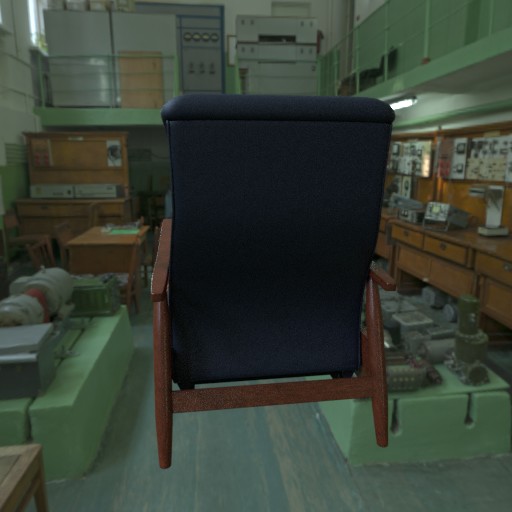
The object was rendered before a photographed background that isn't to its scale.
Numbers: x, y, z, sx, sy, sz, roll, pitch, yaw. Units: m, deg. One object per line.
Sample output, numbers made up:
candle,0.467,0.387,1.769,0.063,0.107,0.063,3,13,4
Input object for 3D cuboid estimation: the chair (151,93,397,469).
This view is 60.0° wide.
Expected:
chair,0.000,0.000,1.746,0.762,1.082,1.014,-2,13,-8
